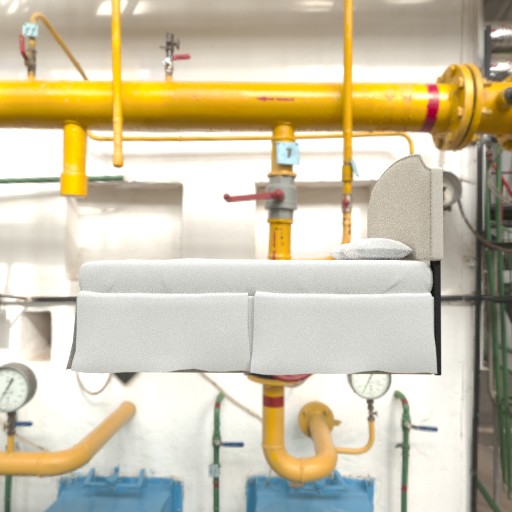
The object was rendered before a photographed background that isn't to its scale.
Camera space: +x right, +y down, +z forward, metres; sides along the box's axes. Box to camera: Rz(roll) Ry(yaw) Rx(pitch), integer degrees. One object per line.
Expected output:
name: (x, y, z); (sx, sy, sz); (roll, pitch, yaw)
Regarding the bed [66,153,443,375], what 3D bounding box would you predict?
bed: (0.000, 0.000, 3.083); (1.999, 1.270, 1.558); (0, -1, 2)
